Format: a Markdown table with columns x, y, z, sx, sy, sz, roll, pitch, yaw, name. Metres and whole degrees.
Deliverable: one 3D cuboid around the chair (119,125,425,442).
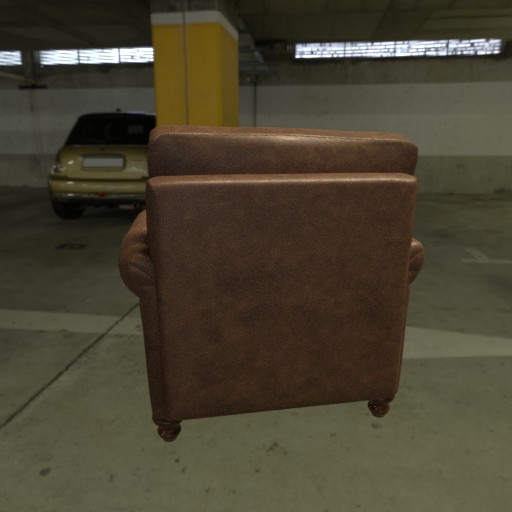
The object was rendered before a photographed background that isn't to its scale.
| x | y | z | sx | sy | sz | roll | pitch | yaw | name |
| --- | --- | --- | --- | --- | --- | --- | --- | --- | --- |
| 0.000 | 0.000 | 1.767 | 0.996 | 0.976 | 1.002 | -3 | 15 | -10 | chair |
